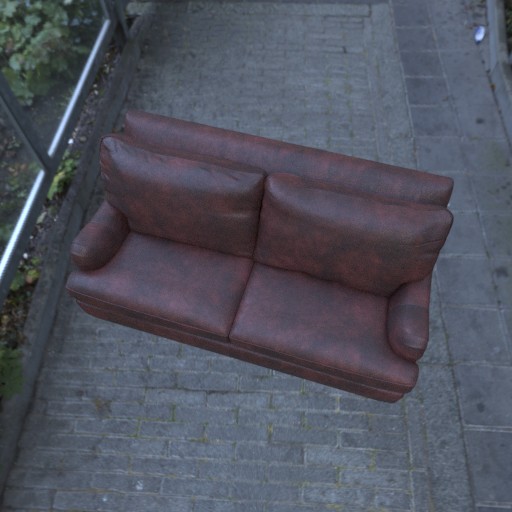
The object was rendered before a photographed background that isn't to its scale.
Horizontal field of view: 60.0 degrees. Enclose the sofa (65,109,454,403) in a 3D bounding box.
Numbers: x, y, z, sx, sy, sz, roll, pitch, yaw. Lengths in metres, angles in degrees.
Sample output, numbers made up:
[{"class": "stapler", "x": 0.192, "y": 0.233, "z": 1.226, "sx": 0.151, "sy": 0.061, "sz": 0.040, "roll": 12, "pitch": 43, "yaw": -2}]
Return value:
[{"class": "sofa", "x": 0.000, "y": 0.000, "z": 2.788, "sx": 2.144, "sy": 1.071, "sz": 1.147, "roll": 14, "pitch": 60, "yaw": 8}]
